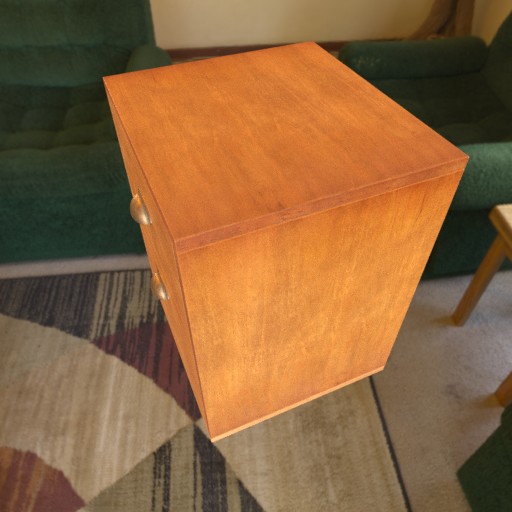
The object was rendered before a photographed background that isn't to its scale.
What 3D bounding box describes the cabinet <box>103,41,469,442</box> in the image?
[{"bbox_3d":[0.000,0.000,0.833,0.401,0.579,0.409,-17,49,-16],"label":"cabinet"}]
